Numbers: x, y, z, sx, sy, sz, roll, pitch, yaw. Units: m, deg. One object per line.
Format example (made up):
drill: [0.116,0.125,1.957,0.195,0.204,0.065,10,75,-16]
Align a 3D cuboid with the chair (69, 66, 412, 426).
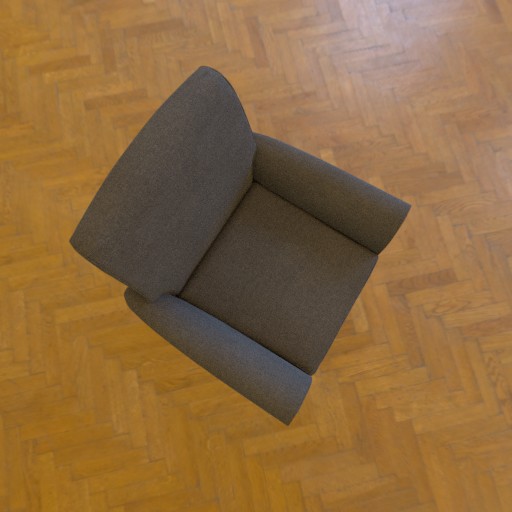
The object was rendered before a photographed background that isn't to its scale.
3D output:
chair: [0.000,0.000,1.799,0.905,1.061,0.978,31,77,8]
